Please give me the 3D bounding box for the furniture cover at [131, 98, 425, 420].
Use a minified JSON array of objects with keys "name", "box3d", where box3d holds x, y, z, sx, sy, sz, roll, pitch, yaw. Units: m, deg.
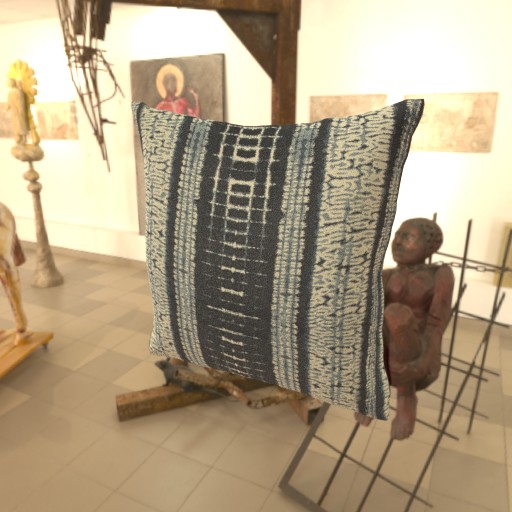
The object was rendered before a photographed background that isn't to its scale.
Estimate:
[{"name":"furniture cover","box3d":[0.000,0.000,0.654,0.425,0.435,0.133,8,19,25]}]
